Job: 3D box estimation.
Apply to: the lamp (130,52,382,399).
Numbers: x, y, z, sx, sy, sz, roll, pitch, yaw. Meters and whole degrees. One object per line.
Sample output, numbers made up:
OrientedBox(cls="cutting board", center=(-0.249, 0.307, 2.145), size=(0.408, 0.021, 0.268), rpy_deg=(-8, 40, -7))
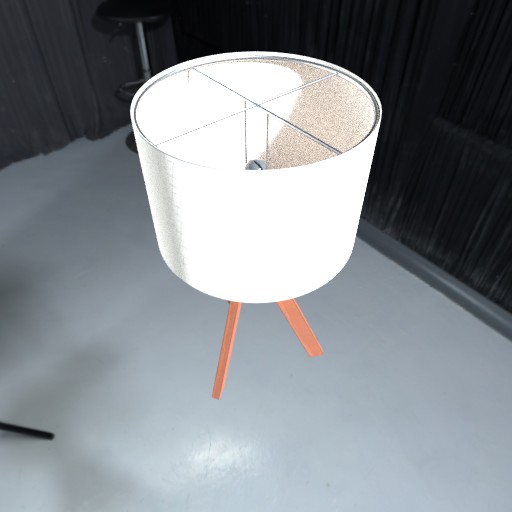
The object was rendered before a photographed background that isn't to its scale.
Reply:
OrientedBox(cls="lamp", center=(0.000, 0.000, 0.926), size=(0.380, 0.686, 0.380), rpy_deg=(-30, 53, -27))
